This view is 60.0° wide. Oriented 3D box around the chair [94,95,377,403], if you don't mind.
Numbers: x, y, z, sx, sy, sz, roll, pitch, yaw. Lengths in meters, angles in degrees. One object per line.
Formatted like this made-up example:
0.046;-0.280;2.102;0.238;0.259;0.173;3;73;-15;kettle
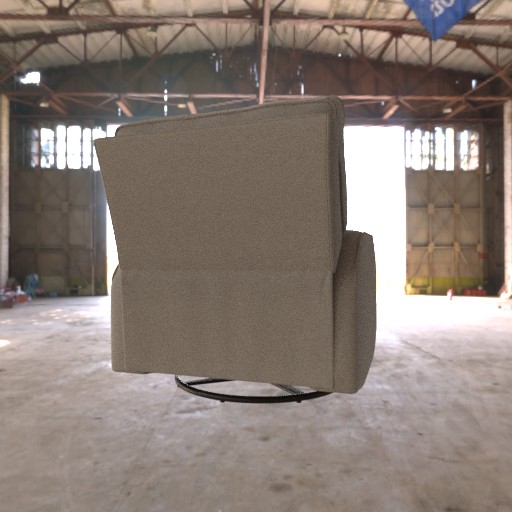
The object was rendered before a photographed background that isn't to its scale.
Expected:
0.000;0.000;1.700;0.861;0.964;0.969;0;-1;19;chair
